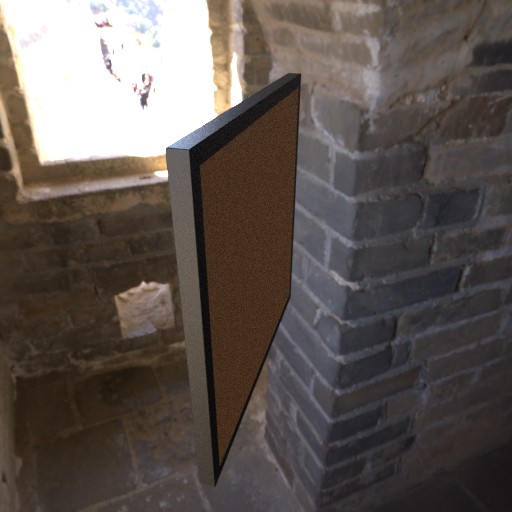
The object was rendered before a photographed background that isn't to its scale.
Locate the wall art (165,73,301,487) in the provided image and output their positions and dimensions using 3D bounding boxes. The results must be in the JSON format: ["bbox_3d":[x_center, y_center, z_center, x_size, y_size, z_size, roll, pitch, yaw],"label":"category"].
[{"bbox_3d":[0.000,0.000,1.121,0.038,0.765,0.765,8,31,14],"label":"wall art"}]
